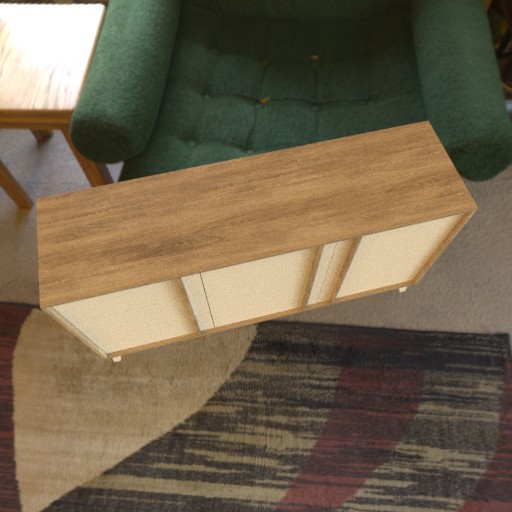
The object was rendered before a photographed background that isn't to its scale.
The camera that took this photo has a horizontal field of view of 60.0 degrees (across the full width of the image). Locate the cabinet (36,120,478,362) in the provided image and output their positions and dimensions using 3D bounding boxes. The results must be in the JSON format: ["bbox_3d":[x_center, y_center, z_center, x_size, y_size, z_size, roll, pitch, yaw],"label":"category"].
[{"bbox_3d":[0.000,0.000,2.053,1.600,0.870,0.450,-13,64,-6],"label":"cabinet"}]
